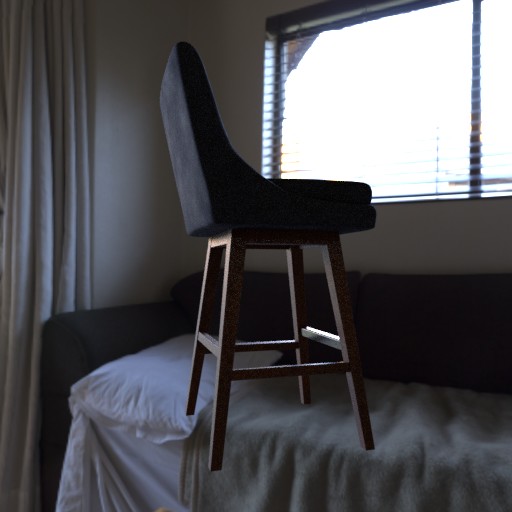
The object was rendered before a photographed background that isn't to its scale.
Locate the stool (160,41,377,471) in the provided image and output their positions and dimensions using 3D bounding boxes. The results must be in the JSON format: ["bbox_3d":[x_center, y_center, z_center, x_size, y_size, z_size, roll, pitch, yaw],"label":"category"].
[{"bbox_3d":[0.000,0.000,1.363,0.572,1.068,0.489,0,-2,-17],"label":"stool"}]
